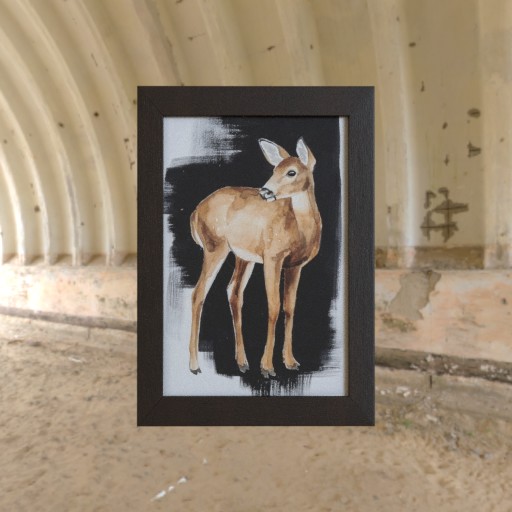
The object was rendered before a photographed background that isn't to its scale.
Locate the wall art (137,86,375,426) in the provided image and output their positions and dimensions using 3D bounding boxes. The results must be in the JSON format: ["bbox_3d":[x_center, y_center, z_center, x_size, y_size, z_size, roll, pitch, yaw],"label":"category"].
[{"bbox_3d":[0.000,0.000,0.676,0.359,0.513,0.017,0,0,0],"label":"wall art"}]
